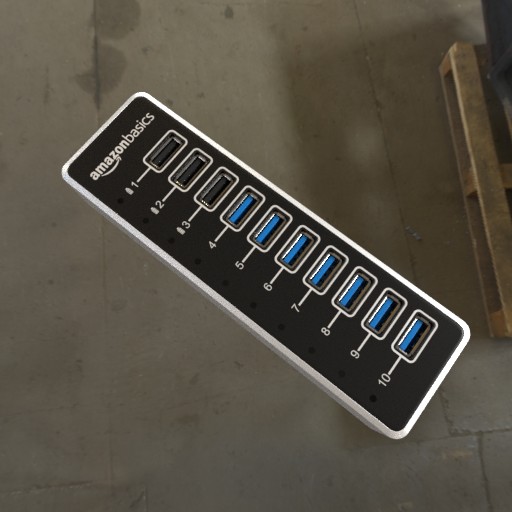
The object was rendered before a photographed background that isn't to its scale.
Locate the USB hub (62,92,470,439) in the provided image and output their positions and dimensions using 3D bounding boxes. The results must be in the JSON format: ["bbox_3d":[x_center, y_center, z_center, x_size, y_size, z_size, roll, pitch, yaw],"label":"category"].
[{"bbox_3d":[0.000,0.000,0.160,0.145,0.023,0.044,37,78,9],"label":"USB hub"}]
